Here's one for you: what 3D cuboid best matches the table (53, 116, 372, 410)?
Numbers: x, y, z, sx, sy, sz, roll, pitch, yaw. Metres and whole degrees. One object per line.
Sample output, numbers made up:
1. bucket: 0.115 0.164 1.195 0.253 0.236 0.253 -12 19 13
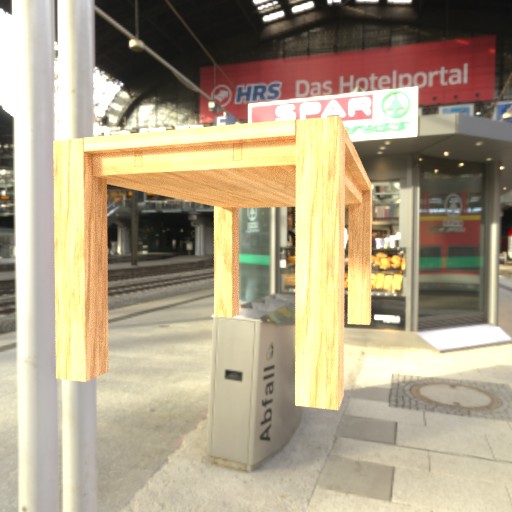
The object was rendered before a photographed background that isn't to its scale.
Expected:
1. table: 0.000 0.000 1.942 0.900 0.760 1.400 0 2 18
